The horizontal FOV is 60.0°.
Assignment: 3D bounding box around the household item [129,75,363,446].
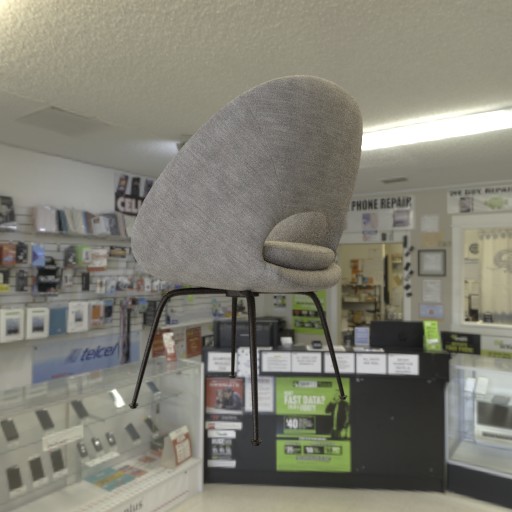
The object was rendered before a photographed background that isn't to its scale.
[{"bbox_3d":[0.000,0.000,1.297,0.587,0.869,0.643,-1,-2,37],"label":"household item"}]
